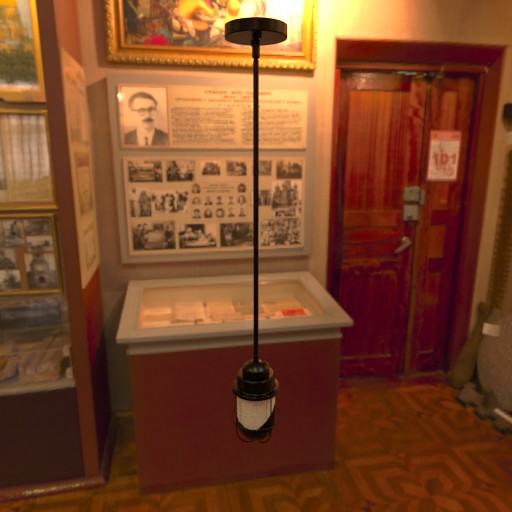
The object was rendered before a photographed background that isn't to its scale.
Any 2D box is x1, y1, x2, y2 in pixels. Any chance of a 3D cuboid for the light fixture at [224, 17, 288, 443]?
[{"bbox_3d":[0.000,0.000,0.969,0.123,0.920,0.123,-2,14,-9],"label":"light fixture"}]
